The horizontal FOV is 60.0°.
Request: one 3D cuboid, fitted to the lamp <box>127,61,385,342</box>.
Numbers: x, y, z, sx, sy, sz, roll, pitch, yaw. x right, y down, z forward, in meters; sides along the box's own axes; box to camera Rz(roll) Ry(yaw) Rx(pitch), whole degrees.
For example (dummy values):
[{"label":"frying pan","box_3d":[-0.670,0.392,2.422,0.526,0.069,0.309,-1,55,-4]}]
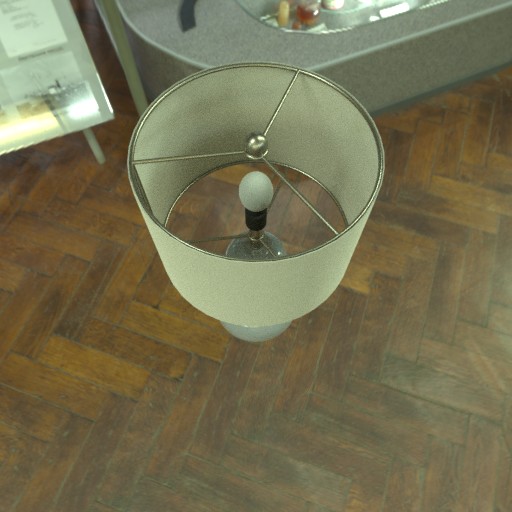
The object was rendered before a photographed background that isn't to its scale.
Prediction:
[{"label":"lamp","box_3d":[0.000,0.000,0.937,0.367,0.730,0.367,31,67,15]}]
